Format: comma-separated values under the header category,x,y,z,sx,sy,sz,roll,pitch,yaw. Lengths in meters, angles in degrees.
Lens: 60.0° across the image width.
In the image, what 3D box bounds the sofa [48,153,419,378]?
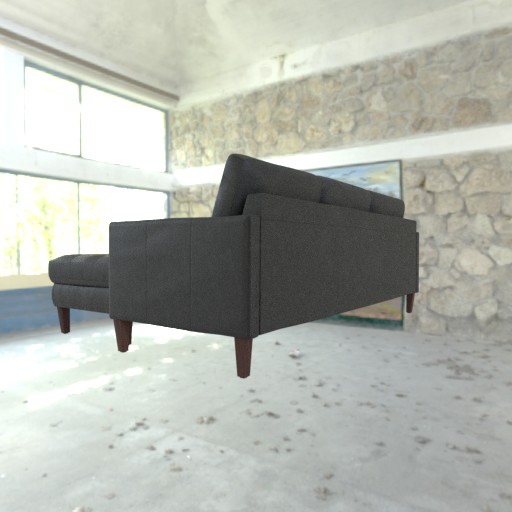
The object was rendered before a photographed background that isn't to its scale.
category,x,y,z,sx,sy,sz,roll,pitch,yaw
sofa,0.000,0.000,2.902,1.497,0.876,2.178,1,1,36
